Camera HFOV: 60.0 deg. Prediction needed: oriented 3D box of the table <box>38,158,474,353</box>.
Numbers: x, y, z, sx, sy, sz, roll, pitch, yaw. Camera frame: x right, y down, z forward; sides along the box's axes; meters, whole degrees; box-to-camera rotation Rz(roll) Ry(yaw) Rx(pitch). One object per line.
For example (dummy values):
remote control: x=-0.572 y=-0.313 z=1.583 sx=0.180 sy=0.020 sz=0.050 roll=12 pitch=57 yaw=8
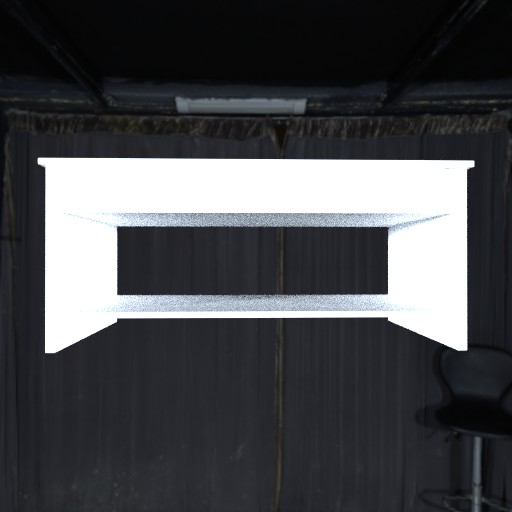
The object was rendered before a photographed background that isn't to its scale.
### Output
table: x=0.000 y=0.000 z=1.265 sx=1.000 sy=0.441 sz=0.500 roll=0 pitch=0 yaw=-2
